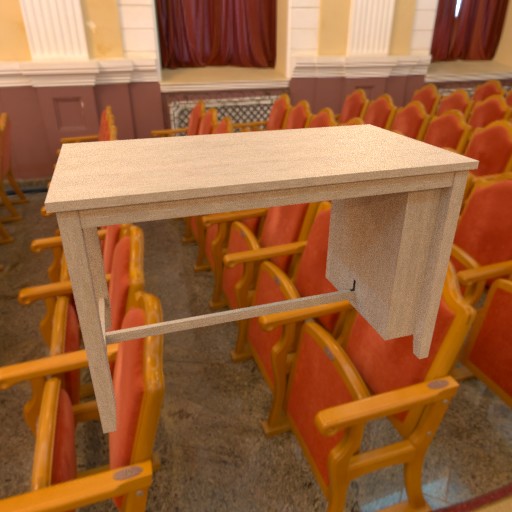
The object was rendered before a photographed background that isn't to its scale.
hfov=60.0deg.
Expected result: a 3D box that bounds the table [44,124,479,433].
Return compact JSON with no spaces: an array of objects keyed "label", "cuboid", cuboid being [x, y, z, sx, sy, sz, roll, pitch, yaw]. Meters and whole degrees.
[{"label":"table","cuboid":[0.000,0.000,1.857,1.397,0.874,0.729,-8,28,-16]}]
